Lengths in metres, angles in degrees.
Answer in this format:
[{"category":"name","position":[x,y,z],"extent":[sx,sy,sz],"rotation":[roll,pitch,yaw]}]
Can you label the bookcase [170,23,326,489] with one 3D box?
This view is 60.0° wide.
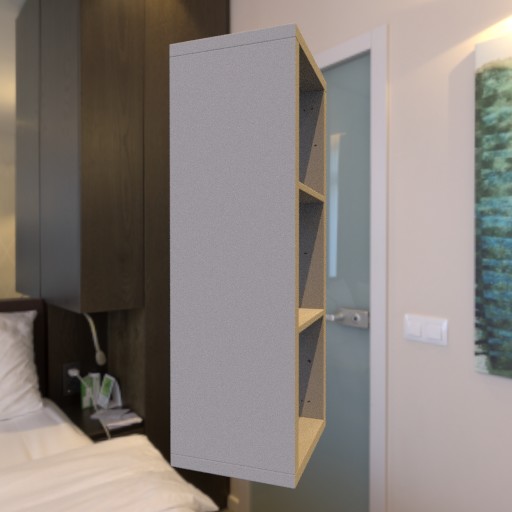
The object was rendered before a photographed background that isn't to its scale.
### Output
[{"category":"bookcase","position":[0.000,0.000,1.264],"extent":[0.330,1.080,0.390],"rotation":[0,1,19]}]
